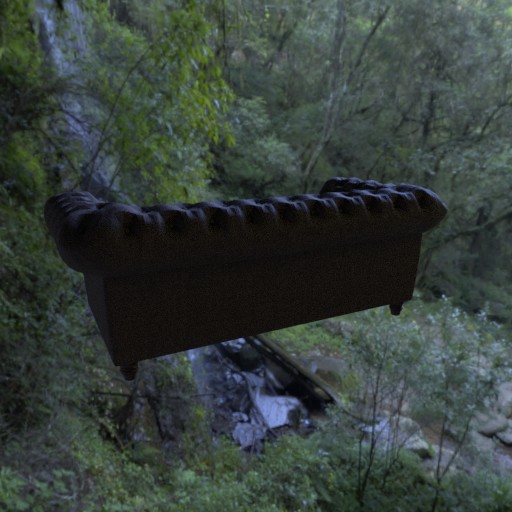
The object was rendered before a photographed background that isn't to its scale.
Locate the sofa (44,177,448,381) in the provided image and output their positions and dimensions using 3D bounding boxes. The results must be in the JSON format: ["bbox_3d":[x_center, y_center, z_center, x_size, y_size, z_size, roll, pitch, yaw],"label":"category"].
[{"bbox_3d":[0.000,0.000,2.462,2.048,0.780,0.944,-8,17,-26],"label":"sofa"}]
